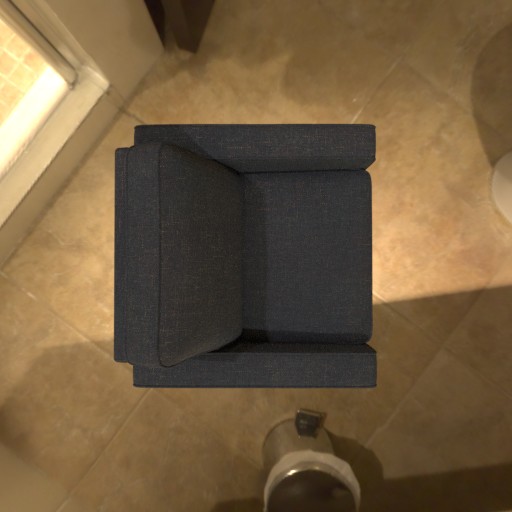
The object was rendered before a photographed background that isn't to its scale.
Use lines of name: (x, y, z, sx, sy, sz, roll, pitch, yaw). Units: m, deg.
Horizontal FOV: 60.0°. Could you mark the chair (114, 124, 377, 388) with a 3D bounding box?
chair: (0.000, 0.000, 1.765, 0.940, 0.919, 1.017, 0, 89, 1)
